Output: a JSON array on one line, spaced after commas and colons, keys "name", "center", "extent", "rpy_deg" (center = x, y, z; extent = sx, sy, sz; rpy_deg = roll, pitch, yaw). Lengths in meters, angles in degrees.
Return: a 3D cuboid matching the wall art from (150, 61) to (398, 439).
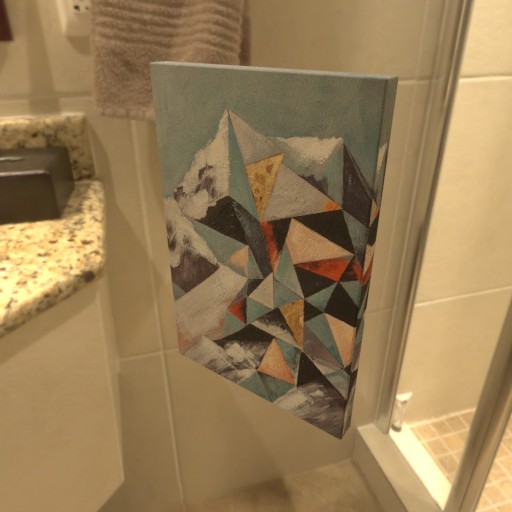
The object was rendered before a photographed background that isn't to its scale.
[{"name": "wall art", "center": [0.000, 0.000, 1.163], "extent": [0.609, 0.911, 0.061], "rpy_deg": [19, 33, 31]}]
